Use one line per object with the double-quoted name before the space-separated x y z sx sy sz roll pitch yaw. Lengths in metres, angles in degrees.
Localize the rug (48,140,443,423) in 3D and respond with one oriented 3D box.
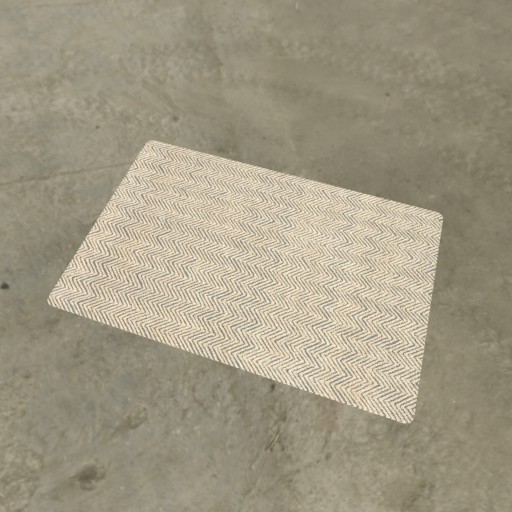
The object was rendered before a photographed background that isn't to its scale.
"rug" 0.000 0.000 2.257 1.752 0.008 1.144 16 60 9
